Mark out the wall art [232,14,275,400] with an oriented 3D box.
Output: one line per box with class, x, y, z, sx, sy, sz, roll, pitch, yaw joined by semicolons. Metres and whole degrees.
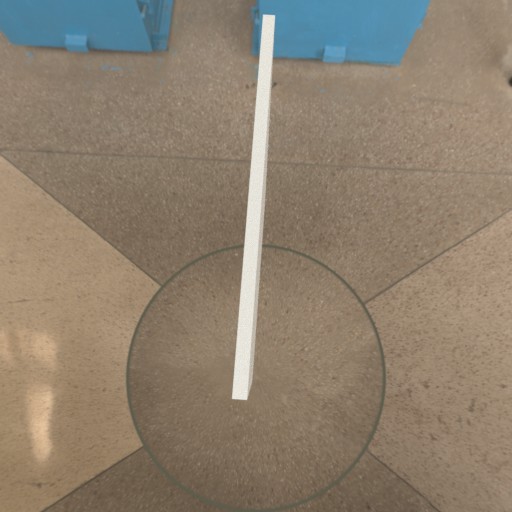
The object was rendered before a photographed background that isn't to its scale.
wall art;0.000;0.000;0.670;0.013;0.533;0.381;4;76;1
